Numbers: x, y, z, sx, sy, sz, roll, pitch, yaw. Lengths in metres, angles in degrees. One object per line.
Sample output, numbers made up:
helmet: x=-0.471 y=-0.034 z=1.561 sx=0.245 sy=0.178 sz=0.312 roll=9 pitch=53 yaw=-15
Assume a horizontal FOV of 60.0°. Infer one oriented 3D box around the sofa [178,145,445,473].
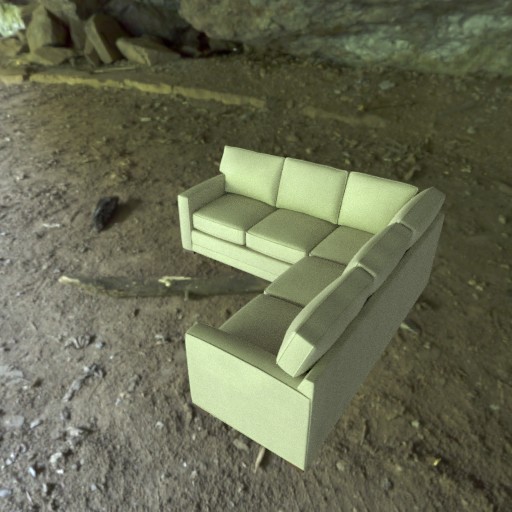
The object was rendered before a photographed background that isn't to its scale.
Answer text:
sofa: x=0.000 y=0.000 z=3.438 sx=2.182 sy=0.939 sz=2.189 roll=20 pitch=37 yaw=29
